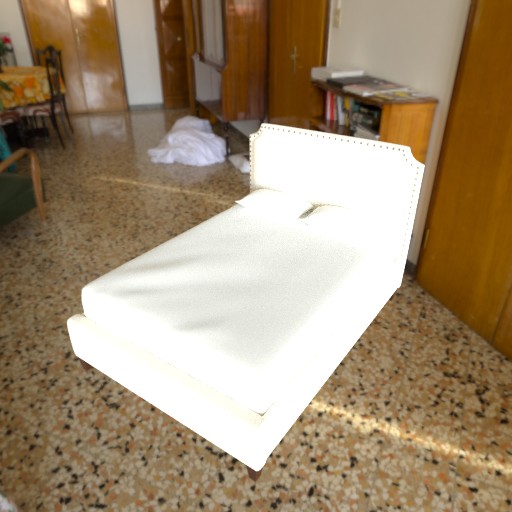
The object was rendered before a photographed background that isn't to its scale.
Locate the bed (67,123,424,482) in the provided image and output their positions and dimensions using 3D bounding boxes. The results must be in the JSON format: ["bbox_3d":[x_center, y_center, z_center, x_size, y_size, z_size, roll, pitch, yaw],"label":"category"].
[{"bbox_3d":[0.000,0.000,3.462,1.712,1.443,2.365,19,35,30],"label":"bed"}]
